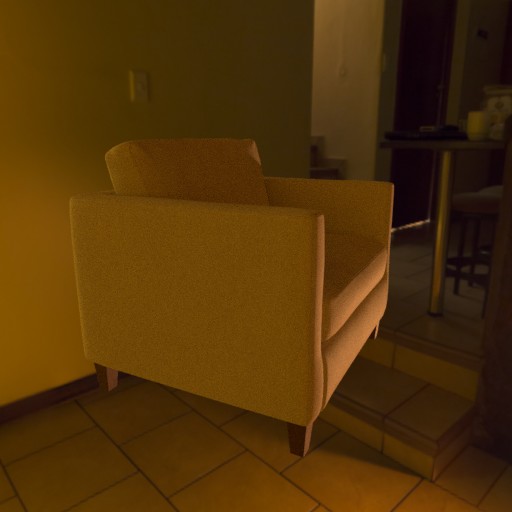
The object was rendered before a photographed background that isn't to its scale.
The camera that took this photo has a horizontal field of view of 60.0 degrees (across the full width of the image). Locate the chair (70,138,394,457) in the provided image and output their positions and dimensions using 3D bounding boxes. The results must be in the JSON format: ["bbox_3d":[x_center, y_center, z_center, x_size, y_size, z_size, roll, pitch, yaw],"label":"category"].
[{"bbox_3d":[0.000,0.000,1.861,0.959,0.961,1.107,7,16,26],"label":"chair"}]
